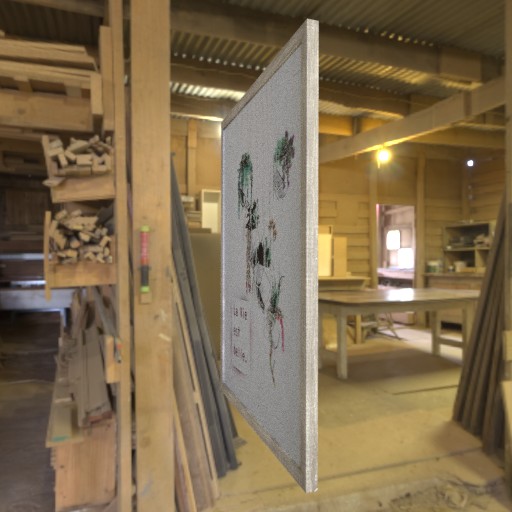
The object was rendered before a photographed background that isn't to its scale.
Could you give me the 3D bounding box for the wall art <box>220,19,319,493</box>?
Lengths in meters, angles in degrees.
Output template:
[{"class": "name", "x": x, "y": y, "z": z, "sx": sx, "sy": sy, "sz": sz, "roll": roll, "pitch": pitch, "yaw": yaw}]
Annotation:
[{"class": "wall art", "x": 0.000, "y": 0.000, "z": 1.330, "sx": 0.035, "sy": 1.022, "sz": 0.781, "roll": 0, "pitch": 0, "yaw": -19}]
